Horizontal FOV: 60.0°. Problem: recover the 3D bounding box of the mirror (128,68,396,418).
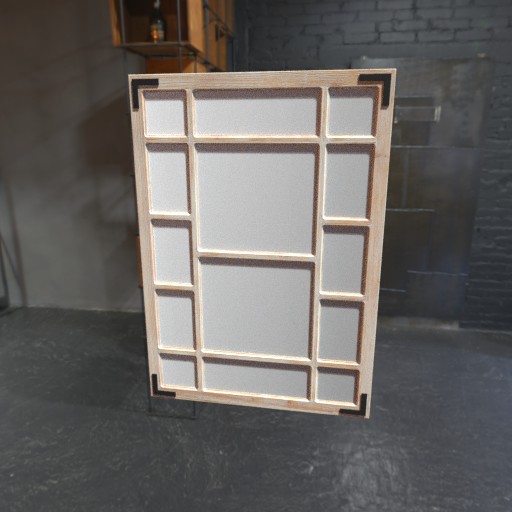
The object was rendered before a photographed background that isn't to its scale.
[{"bbox_3d":[0.000,0.000,1.291,0.705,0.996,0.025,3,16,9],"label":"mirror"}]
